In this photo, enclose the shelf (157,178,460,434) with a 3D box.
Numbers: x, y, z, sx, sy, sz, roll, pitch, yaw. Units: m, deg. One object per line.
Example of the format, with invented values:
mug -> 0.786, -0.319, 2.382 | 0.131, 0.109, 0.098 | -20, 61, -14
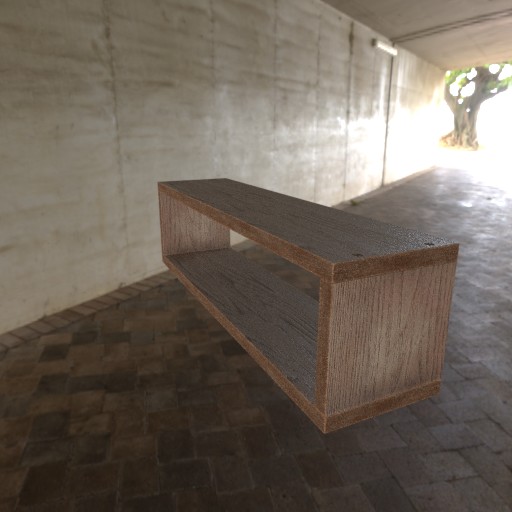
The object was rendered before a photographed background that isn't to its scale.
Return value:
shelf -> 0.000, 0.000, 0.691 | 0.150, 0.170, 0.610 | -8, 18, -25
